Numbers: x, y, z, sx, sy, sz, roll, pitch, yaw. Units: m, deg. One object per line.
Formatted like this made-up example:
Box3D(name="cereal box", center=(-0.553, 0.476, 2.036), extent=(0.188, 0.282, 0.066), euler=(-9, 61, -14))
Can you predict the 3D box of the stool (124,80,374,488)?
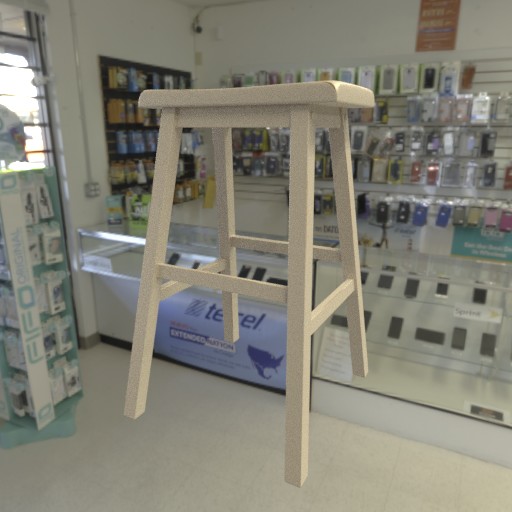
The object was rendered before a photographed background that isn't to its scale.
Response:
Box3D(name="stool", center=(0.000, 0.000, 1.047), extent=(0.457, 0.737, 0.476), euler=(9, 18, 28))
